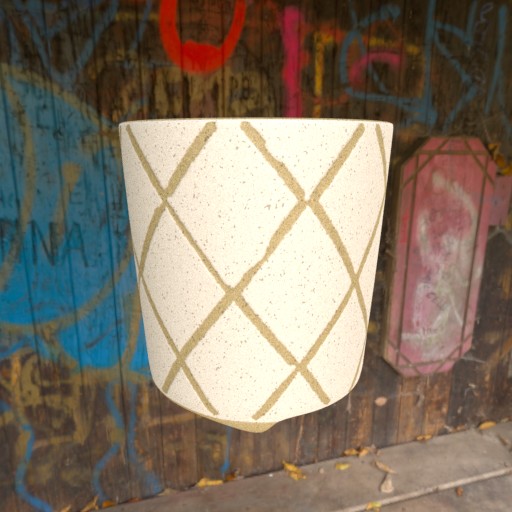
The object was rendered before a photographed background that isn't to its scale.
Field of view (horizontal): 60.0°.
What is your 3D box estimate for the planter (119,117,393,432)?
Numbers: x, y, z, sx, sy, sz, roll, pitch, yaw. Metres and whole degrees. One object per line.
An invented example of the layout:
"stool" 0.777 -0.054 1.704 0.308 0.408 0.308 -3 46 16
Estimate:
"planter" 0.000 0.000 0.412 0.228 0.235 0.228 0 14 0
